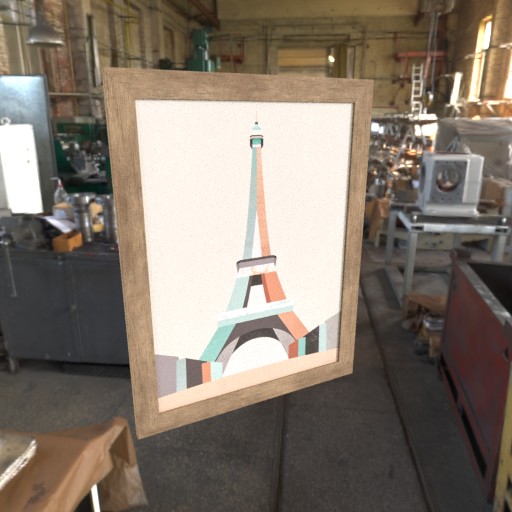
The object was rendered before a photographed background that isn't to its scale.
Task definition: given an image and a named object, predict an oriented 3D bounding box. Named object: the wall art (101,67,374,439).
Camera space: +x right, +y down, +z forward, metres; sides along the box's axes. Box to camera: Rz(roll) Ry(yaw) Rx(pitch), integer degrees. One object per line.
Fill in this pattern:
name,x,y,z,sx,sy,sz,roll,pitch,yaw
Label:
wall art,0.000,0.000,0.903,0.534,0.686,0.018,-9,19,-26
